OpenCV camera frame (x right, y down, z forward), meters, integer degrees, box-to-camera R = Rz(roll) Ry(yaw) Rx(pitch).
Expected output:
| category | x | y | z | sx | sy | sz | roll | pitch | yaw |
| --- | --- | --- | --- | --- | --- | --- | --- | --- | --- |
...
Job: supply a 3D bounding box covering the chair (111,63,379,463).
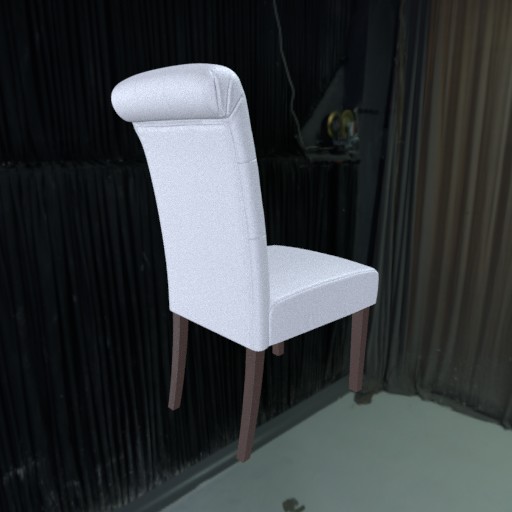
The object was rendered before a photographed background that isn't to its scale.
| category | x | y | z | sx | sy | sz | roll | pitch | yaw |
| --- | --- | --- | --- | --- | --- | --- | --- | --- | --- |
| chair | 0.000 | 0.000 | 1.343 | 0.671 | 1.006 | 0.456 | -14 | 20 | -42 |
